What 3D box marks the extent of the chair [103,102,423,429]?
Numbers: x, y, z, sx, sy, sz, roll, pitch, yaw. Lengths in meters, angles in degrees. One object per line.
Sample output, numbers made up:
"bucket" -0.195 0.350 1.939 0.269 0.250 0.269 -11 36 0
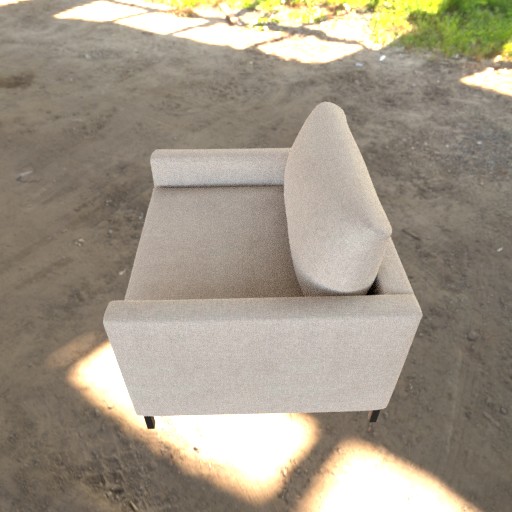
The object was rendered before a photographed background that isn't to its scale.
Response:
"chair" 0.000 0.000 1.629 0.866 0.861 0.963 -1 41 -1
